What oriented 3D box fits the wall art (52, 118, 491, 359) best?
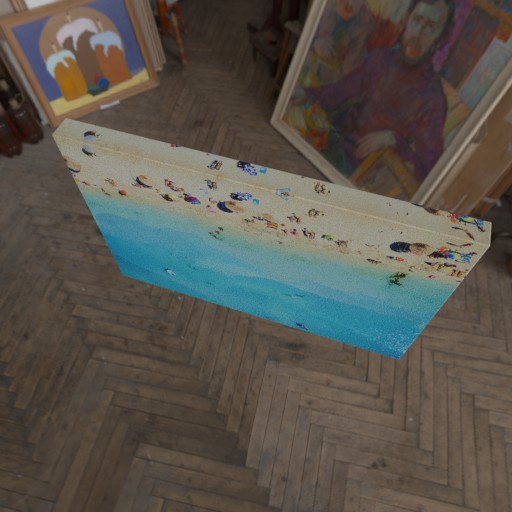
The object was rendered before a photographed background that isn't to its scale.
[{"bbox_3d":[0.000,0.000,0.768,0.609,0.406,0.039,16,59,10],"label":"wall art"}]
